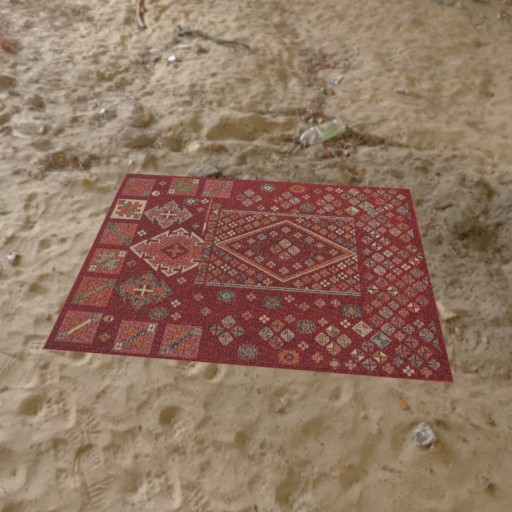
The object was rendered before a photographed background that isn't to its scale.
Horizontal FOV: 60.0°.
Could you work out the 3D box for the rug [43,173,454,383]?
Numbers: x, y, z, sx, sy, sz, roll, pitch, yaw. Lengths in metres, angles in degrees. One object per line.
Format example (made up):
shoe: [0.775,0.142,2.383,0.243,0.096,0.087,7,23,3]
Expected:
rug: [0.000,0.000,4.348,3.306,0.011,2.389,4,47,4]
